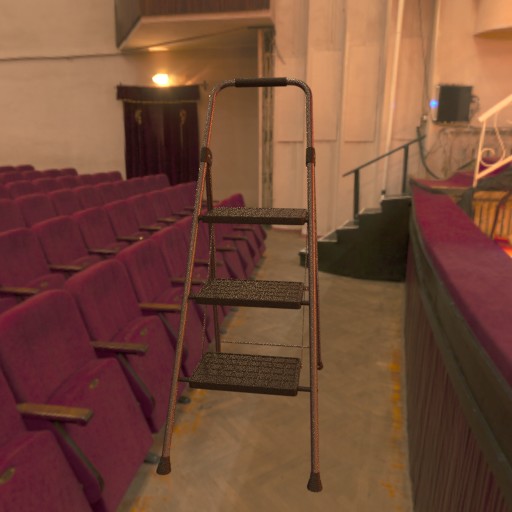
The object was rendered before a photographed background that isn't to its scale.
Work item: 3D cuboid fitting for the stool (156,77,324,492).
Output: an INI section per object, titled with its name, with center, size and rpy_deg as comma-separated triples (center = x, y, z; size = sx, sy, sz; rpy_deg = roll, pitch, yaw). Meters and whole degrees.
[stool]
center = 0.000, 0.000, 1.446
size = 0.473, 1.121, 0.733
rpy_deg = 2, 14, 8
